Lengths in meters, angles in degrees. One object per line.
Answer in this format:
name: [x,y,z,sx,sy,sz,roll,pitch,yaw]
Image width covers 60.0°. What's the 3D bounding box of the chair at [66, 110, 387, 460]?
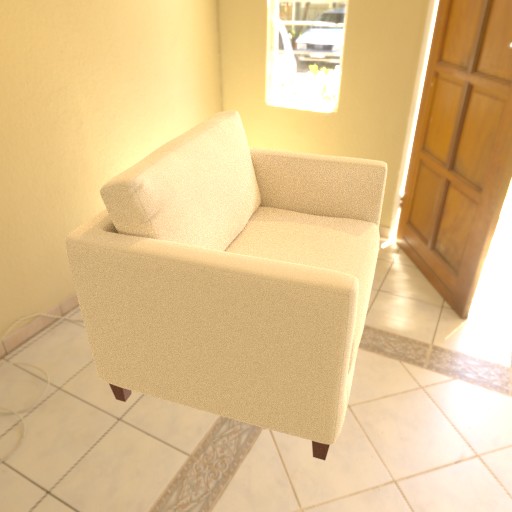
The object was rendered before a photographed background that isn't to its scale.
chair: [0.000,0.000,1.690,0.878,0.885,1.019,10,32,16]
